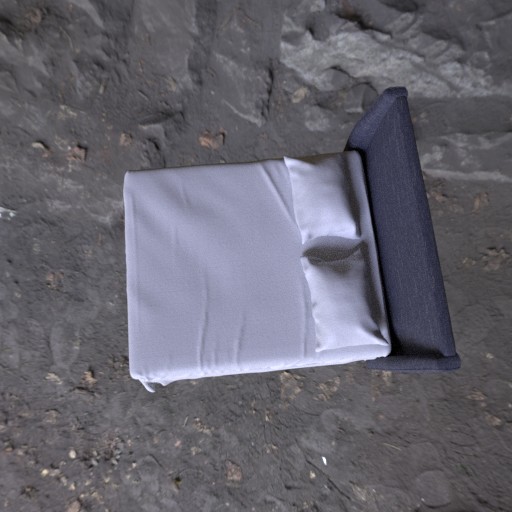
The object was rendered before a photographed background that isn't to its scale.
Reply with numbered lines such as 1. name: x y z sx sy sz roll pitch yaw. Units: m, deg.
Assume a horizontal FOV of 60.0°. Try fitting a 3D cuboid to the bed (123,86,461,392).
1. bed: 0.000 0.000 3.425 2.276 1.332 1.925 -5 77 -1
